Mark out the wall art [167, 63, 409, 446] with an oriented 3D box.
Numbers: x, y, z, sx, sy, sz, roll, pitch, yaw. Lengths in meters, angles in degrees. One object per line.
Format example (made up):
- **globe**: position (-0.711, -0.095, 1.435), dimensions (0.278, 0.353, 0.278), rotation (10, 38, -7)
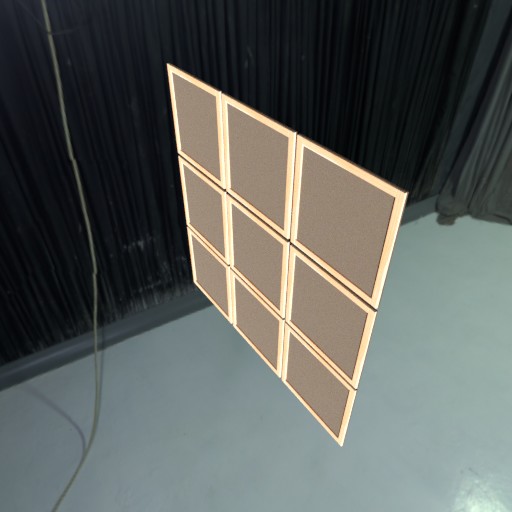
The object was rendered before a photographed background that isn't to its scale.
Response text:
- **wall art**: position (0.000, 0.000, 1.814), dimensions (0.013, 1.218, 1.216), rotation (-25, 46, -27)
